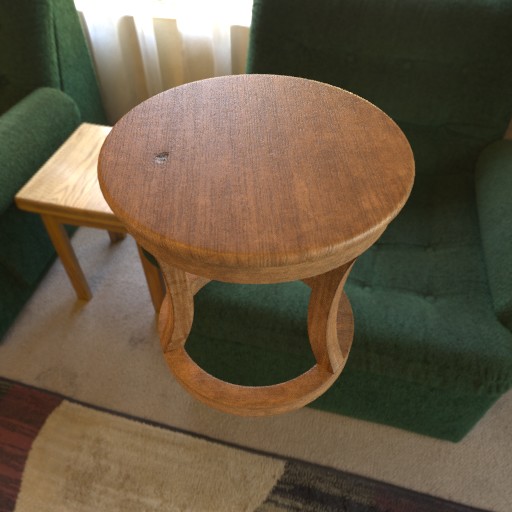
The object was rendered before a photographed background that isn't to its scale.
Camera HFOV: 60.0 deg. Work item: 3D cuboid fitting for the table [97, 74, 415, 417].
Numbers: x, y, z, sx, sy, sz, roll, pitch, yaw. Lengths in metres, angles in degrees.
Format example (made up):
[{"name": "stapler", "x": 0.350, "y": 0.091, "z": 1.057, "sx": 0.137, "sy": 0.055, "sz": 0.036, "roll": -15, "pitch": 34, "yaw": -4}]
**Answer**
[{"name": "table", "x": 0.000, "y": 0.000, "z": 0.783, "sx": 0.432, "sy": 0.460, "sz": 0.432, "roll": 0, "pitch": 47, "yaw": 0}]
